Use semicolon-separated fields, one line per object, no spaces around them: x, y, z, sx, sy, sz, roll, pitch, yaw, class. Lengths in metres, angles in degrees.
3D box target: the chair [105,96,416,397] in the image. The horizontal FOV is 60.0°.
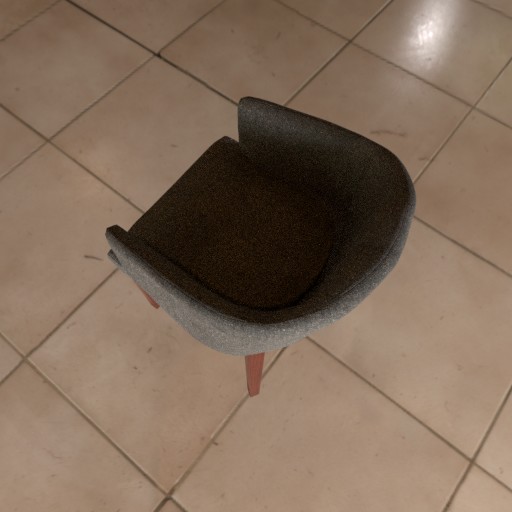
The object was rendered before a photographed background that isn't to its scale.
0.000;0.000;1.259;0.655;0.811;0.583;35;70;15;chair
